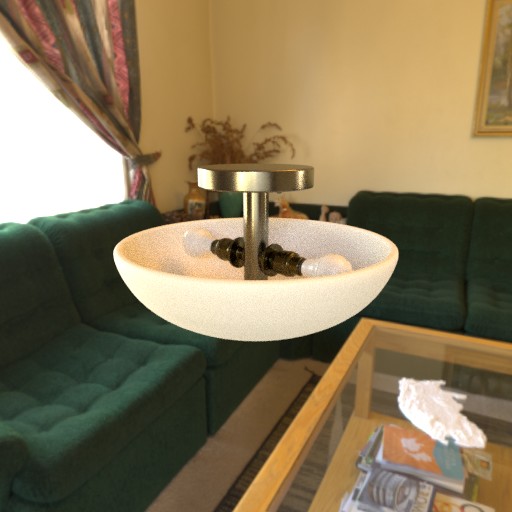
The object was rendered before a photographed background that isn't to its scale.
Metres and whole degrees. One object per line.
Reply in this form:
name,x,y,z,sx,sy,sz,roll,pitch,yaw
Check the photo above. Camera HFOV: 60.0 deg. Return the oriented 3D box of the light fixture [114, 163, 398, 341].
light fixture,0.000,0.000,0.541,0.330,0.214,0.330,0,15,0
